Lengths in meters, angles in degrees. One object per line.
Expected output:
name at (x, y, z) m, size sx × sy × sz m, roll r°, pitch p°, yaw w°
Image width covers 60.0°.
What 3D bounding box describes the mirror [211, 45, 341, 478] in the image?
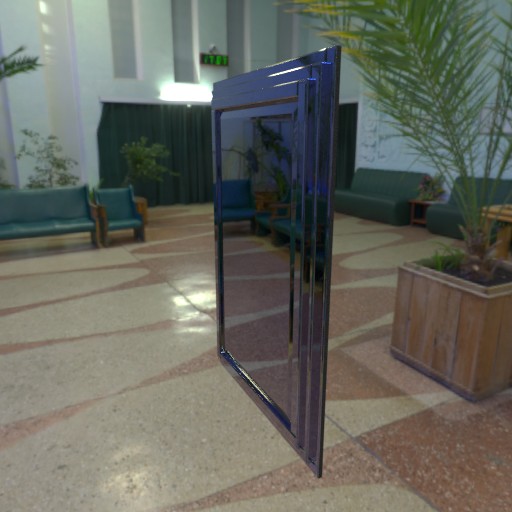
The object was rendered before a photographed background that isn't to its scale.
mirror at (0.000, 0.000, 1.162) m, size 0.039 × 0.914 × 0.613 m, roll -7°, pitch 16°, yaw -25°
